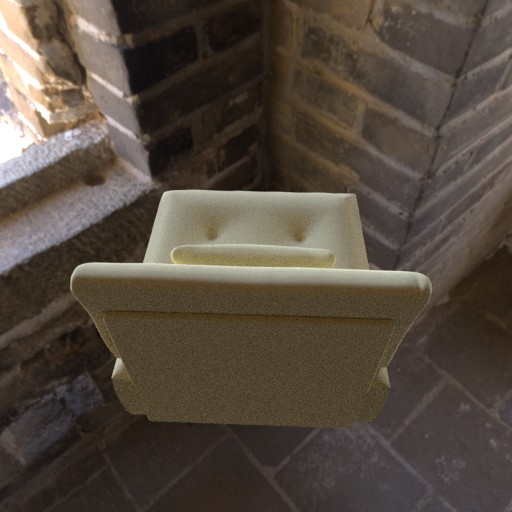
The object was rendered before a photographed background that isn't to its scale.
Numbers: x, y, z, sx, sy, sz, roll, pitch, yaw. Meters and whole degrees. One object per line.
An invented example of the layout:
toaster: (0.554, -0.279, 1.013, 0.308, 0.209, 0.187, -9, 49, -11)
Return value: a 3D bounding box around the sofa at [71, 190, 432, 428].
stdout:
sofa: (0.000, 0.000, 1.687, 0.930, 0.820, 1.000, 2, 48, 1)
